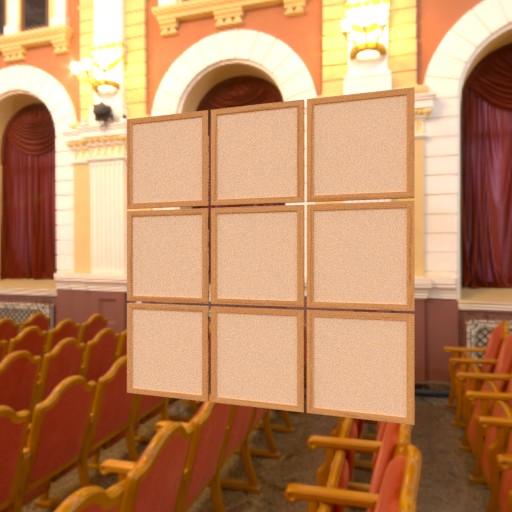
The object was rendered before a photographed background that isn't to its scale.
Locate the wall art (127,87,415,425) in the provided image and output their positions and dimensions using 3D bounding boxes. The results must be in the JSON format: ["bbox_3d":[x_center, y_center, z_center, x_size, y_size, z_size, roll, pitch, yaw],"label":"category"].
[{"bbox_3d":[0.000,0.000,1.791,1.206,1.218,0.013,0,0,18],"label":"wall art"}]
